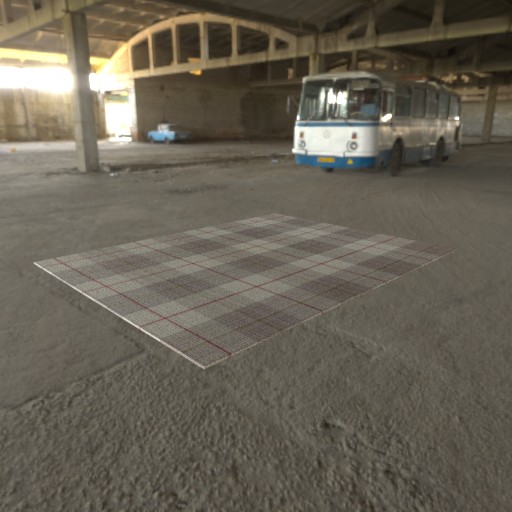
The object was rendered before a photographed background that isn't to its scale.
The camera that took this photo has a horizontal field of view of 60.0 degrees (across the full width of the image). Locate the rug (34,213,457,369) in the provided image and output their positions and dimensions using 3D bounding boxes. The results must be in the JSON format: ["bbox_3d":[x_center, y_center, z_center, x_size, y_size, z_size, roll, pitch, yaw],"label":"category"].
[{"bbox_3d":[0.000,0.000,3.925,2.959,0.016,2.317,-16,23,-42],"label":"rug"}]
